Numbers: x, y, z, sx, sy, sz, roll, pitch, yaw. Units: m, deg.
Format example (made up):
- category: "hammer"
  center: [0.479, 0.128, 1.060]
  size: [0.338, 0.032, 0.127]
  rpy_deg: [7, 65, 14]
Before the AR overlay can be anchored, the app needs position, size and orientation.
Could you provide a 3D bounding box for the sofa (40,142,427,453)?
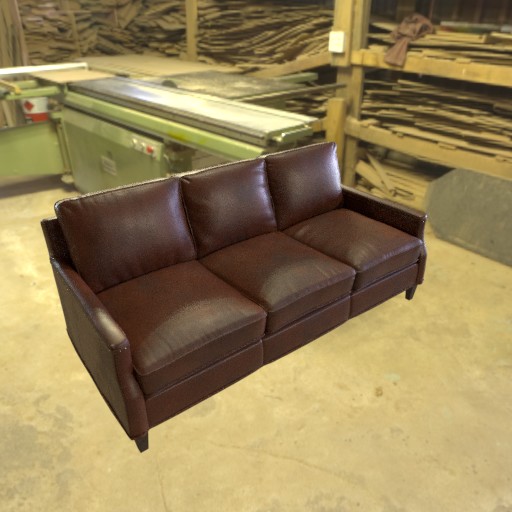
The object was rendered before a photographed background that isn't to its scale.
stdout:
- category: "sofa"
  center: [0.000, 0.000, 2.787]
  size: [2.240, 1.003, 1.084]
  rpy_deg: [-20, 35, -32]
